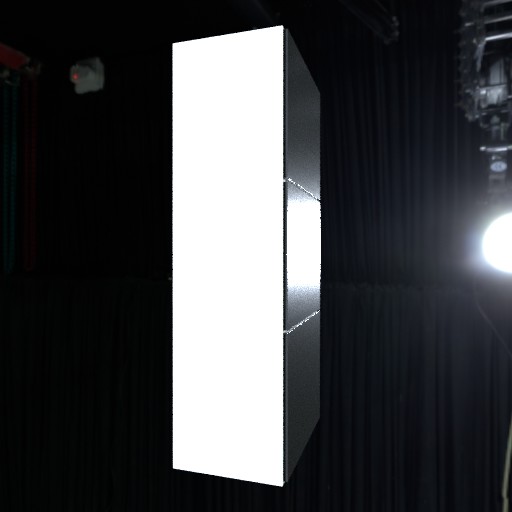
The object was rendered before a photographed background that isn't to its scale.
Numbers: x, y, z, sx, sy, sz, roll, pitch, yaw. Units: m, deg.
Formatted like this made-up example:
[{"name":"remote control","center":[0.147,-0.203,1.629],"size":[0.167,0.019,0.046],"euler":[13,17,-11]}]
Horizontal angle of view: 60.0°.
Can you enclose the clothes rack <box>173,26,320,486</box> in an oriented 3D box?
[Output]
[{"name":"clothes rack","center":[0.000,0.000,1.428],"size":[0.330,1.187,0.500],"euler":[0,0,18]}]
